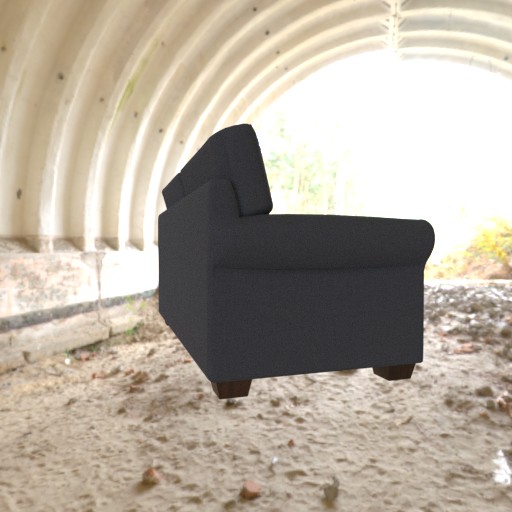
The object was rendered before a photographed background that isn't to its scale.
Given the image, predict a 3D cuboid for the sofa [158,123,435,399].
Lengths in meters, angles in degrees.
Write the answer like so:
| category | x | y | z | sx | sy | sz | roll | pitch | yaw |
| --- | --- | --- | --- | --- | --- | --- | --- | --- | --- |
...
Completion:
| category | x | y | z | sx | sy | sz | roll | pitch | yaw |
| --- | --- | --- | --- | --- | --- | --- | --- | --- | --- |
| sofa | 0.000 | 0.000 | 2.570 | 0.940 | 1.020 | 1.930 | 0 | 1 | -18 |
